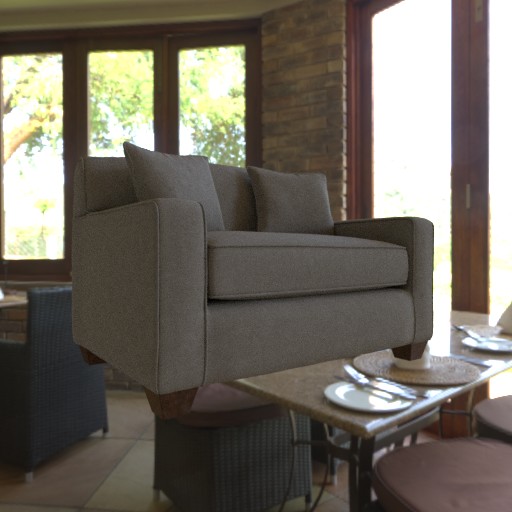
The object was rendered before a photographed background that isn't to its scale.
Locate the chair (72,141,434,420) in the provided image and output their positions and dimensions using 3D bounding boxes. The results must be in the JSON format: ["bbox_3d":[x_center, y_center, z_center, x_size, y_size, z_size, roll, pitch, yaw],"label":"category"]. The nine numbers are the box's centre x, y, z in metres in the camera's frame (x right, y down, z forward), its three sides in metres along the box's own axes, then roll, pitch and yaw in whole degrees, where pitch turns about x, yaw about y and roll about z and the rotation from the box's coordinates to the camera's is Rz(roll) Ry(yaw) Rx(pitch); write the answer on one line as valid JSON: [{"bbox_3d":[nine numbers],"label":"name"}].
[{"bbox_3d":[0.000,0.000,2.025,1.395,0.953,0.992,0,1,-36],"label":"chair"}]
